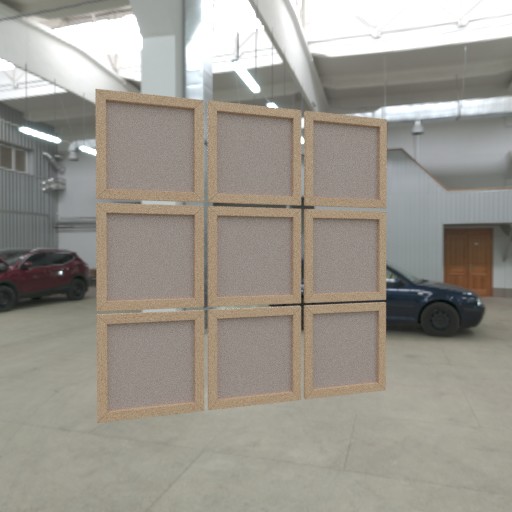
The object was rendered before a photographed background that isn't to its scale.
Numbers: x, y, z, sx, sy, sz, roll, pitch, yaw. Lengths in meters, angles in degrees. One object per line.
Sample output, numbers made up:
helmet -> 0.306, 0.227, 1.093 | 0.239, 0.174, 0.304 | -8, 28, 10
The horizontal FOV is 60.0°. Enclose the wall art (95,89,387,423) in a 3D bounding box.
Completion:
wall art -> 0.000, 0.000, 1.353 | 0.917, 0.910, 0.012 | 0, 1, -18
